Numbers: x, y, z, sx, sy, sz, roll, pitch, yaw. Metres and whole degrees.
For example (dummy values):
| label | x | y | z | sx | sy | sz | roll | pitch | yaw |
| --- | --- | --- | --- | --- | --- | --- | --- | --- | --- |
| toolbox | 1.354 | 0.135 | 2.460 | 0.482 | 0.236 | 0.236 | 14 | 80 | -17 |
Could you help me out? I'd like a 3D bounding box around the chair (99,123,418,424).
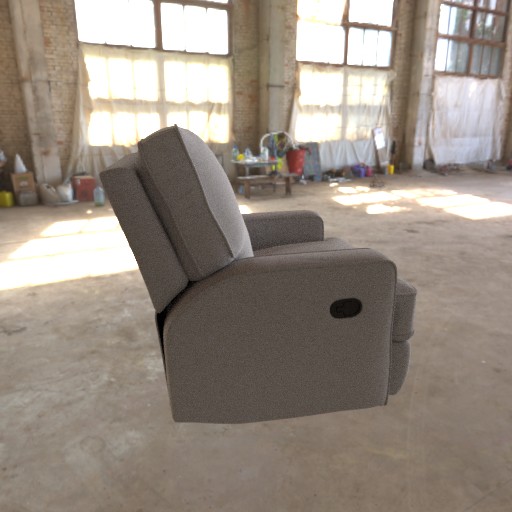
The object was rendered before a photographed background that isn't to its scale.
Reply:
| label | x | y | z | sx | sy | sz | roll | pitch | yaw |
| --- | --- | --- | --- | --- | --- | --- | --- | --- | --- |
| chair | 0.000 | 0.000 | 1.685 | 0.969 | 0.964 | 0.861 | -3 | 17 | -10 |
